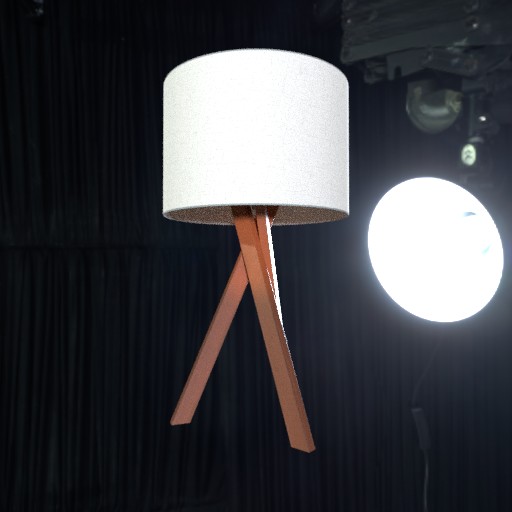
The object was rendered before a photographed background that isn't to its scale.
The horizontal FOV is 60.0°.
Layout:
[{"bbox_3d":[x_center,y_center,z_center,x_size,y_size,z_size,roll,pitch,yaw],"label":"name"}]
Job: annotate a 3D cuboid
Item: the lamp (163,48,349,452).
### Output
[{"bbox_3d":[0.000,0.000,0.924,0.380,0.686,0.380,0,-1,-18],"label":"lamp"}]
